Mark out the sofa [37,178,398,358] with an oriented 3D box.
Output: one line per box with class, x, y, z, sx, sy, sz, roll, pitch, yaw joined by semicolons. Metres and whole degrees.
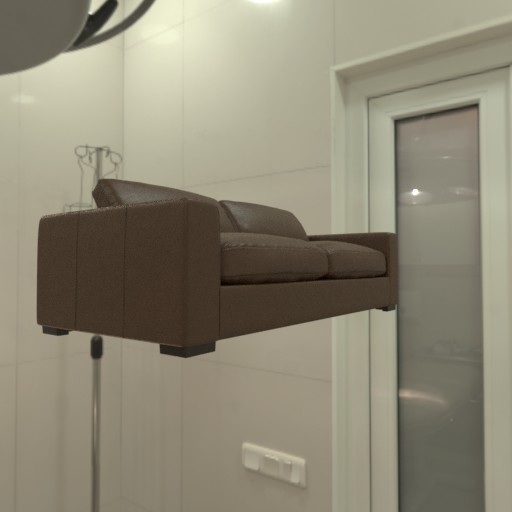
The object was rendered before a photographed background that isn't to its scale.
sofa;0.000;0.000;2.790;1.070;0.801;2.262;-1;-2;37
